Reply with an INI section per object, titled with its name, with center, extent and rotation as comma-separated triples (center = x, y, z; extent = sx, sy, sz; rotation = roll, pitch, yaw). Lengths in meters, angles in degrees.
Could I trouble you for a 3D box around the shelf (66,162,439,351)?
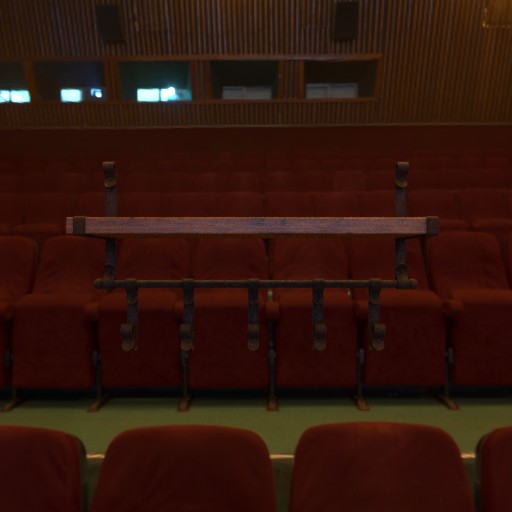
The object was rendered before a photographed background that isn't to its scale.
[shelf]
center = 0.000, 0.000, 0.714
extent = 0.567, 0.330, 0.146
rotation = 0, 0, 0
